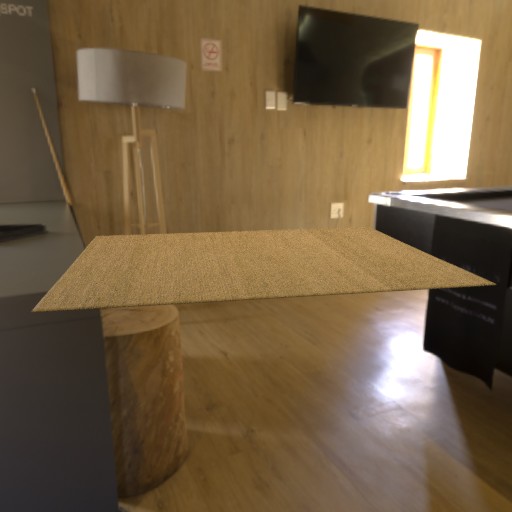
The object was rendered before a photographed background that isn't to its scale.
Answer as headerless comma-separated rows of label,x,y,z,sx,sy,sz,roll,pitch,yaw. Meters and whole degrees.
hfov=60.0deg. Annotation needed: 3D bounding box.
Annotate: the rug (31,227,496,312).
rug,0.000,0.000,5.005,3.935,0.025,2.782,-2,15,-9
